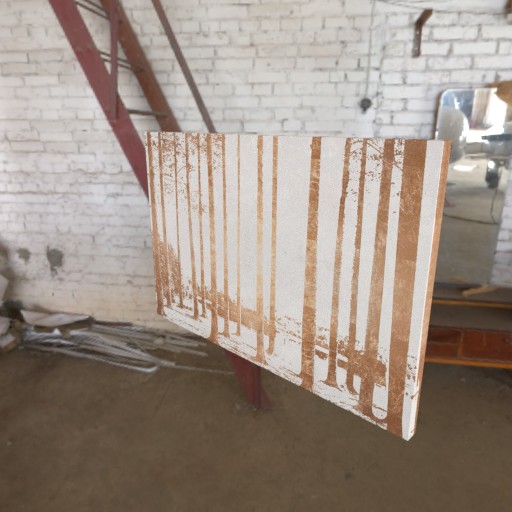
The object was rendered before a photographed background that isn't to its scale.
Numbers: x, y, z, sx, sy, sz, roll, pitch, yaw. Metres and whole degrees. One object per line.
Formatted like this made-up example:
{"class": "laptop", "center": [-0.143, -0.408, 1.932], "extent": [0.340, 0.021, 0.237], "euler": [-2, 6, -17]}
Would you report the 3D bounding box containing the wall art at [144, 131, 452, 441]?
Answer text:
{"class": "wall art", "center": [0.000, 0.000, 1.153], "extent": [0.914, 0.609, 0.035], "euler": [16, 23, 42]}
